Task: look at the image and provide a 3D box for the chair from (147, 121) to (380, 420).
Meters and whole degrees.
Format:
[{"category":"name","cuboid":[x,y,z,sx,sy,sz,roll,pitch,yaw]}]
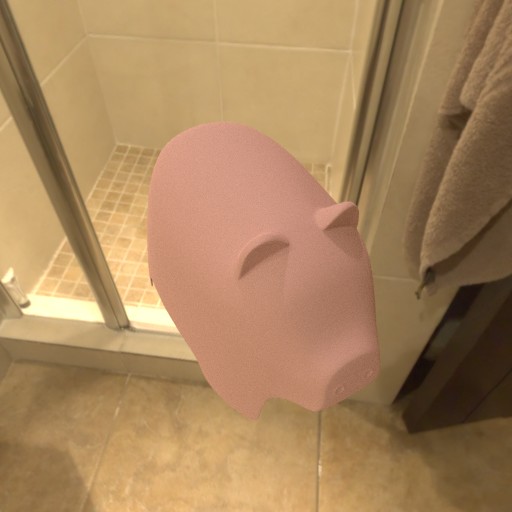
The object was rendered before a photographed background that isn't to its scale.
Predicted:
[{"category":"chair","cuboid":[0.000,0.000,0.861,0.364,0.423,0.619,-23,52,-19]}]
